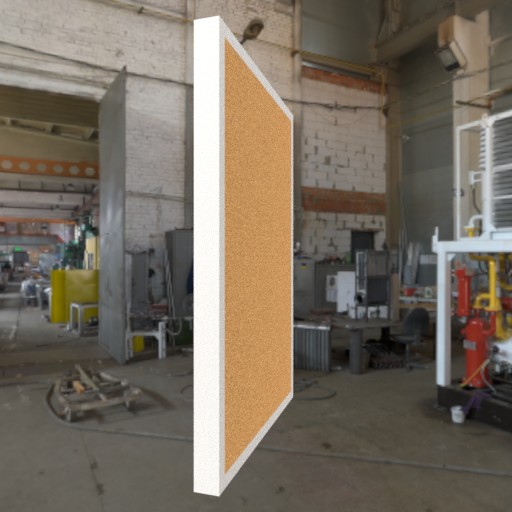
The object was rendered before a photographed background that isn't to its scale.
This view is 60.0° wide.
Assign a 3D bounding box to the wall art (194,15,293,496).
[{"bbox_3d":[0.000,0.000,0.826,0.038,0.657,0.450,0,0,18],"label":"wall art"}]
